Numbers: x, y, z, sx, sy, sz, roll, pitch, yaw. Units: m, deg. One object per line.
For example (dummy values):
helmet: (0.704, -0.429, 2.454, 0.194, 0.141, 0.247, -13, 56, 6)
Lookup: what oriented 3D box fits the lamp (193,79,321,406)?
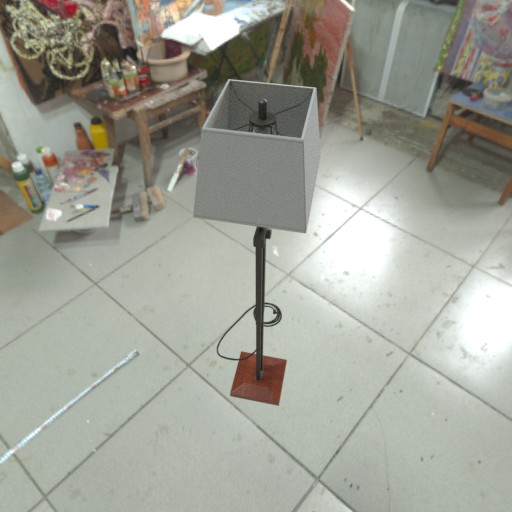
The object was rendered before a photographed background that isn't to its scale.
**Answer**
lamp: (0.000, 0.000, 2.039, 0.472, 1.712, 0.745, 9, 48, 8)
